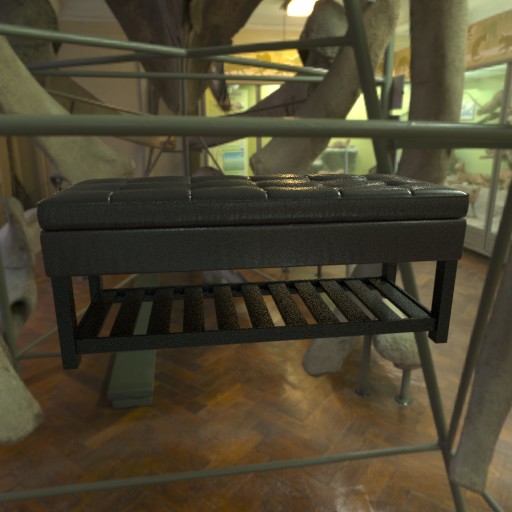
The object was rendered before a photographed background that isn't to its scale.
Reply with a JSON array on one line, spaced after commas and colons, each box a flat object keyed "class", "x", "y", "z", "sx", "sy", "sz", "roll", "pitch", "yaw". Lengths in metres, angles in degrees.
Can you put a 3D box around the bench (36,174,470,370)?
[{"class": "bench", "x": 0.000, "y": 0.000, "z": 1.357, "sx": 1.105, "sy": 0.460, "sz": 0.432, "roll": -2, "pitch": 16, "yaw": -8}]
